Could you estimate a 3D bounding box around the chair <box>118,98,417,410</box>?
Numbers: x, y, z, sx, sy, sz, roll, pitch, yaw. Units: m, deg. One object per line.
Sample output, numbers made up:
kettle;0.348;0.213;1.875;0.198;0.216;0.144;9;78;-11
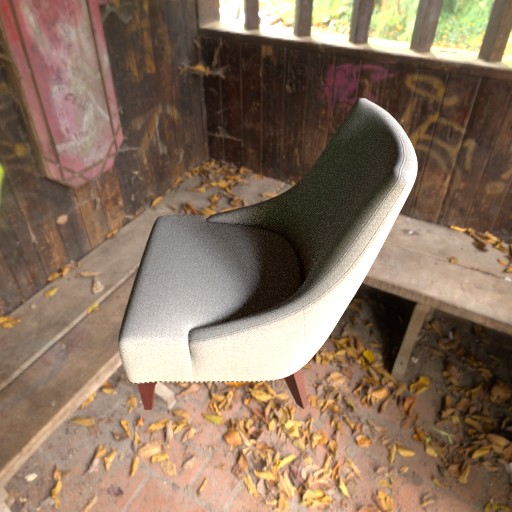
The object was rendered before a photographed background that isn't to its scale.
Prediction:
chair;0.000;0.000;1.530;0.861;0.909;0.701;0;39;0
